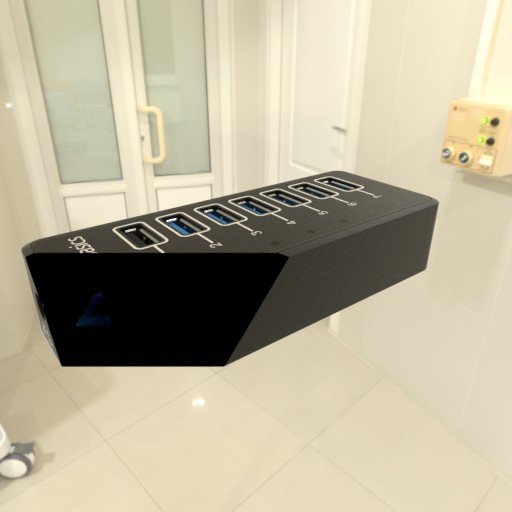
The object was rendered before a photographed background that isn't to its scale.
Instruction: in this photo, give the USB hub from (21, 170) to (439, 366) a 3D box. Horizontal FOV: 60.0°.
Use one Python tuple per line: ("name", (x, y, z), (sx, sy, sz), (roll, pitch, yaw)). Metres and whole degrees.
("USB hub", (0.000, 0.000, 0.124), (0.110, 0.023, 0.044), (-19, 32, -33))
